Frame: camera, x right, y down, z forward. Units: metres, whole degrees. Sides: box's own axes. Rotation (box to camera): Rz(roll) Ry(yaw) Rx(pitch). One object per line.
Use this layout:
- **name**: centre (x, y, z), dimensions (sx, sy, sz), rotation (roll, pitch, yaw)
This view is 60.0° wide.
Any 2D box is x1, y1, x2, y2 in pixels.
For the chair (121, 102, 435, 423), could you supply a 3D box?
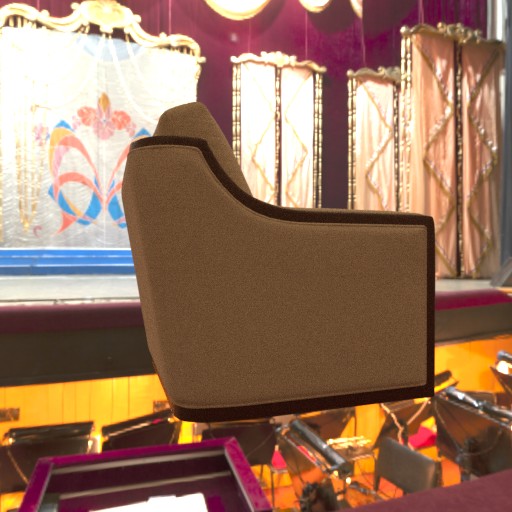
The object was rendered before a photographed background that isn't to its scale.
- **chair**: centre (0.000, 0.000, 1.661), dimensions (0.950, 0.930, 0.870), rotation (0, 0, -18)
